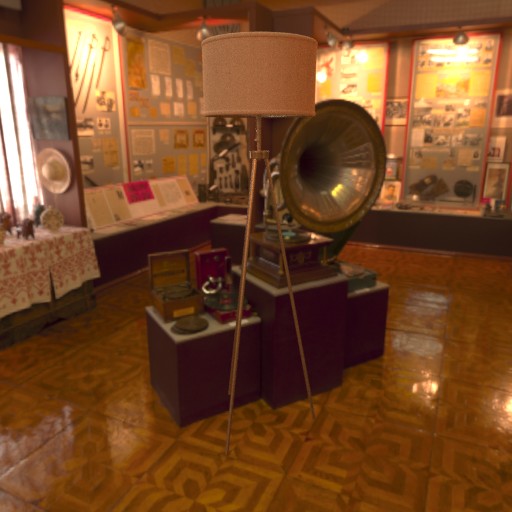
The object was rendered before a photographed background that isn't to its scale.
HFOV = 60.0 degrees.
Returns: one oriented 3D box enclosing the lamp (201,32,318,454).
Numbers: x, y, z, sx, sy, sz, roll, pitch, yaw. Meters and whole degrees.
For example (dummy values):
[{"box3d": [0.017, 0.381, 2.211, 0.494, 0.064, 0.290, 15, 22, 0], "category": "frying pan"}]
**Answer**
[{"box3d": [0.000, 0.000, 1.756, 0.449, 1.545, 0.460, 8, 18, 26], "category": "lamp"}]
